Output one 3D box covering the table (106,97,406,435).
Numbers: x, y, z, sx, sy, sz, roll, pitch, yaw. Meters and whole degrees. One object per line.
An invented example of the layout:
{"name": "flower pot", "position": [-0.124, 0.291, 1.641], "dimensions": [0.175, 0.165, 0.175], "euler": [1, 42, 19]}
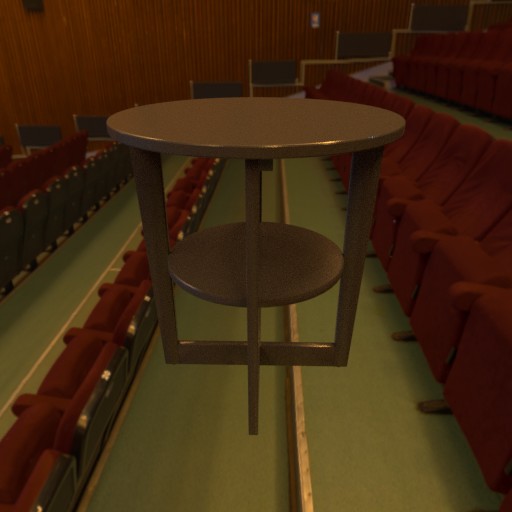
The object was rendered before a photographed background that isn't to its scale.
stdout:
{"name": "table", "position": [0.000, 0.000, 0.893], "dimensions": [0.500, 0.550, 0.500], "euler": [0, 26, 0]}
